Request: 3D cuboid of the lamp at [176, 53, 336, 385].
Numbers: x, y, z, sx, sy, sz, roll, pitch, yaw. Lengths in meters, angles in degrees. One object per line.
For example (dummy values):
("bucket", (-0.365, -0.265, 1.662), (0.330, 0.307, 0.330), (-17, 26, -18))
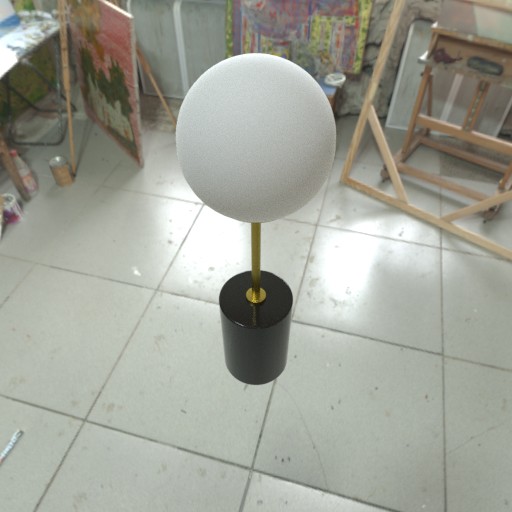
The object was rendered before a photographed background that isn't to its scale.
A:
("lamp", (0.000, 0.000, 0.548), (0.153, 0.480, 0.153), (0, 47, 0))
